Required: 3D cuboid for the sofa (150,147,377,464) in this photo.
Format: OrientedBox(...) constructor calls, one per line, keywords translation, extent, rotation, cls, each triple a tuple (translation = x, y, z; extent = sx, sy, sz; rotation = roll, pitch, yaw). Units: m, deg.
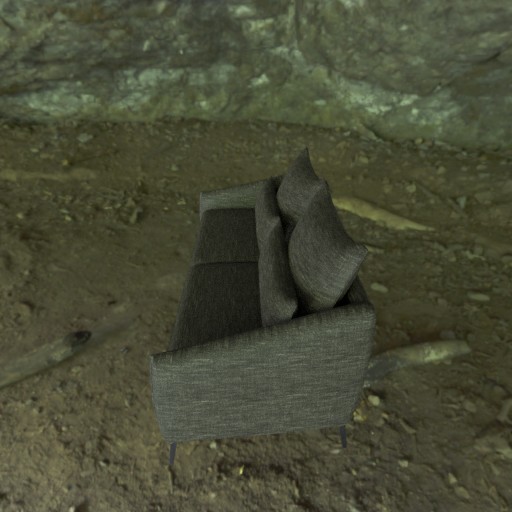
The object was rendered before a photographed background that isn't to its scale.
OrientedBox(translation=(0.000, 0.000, 2.449), extent=(0.807, 0.843, 2.019), rotation=(-1, 26, -1), cls="sofa")
